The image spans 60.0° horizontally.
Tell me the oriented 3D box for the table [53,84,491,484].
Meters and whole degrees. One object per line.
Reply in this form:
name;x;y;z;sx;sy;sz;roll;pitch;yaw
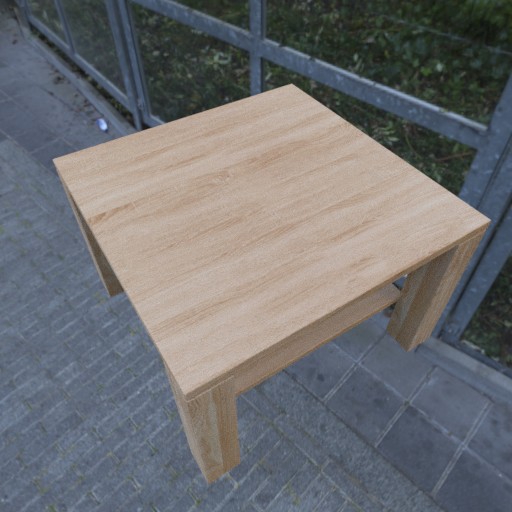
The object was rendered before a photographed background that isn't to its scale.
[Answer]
table;0.000;0.000;1.145;0.700;0.450;0.700;-25;52;-21
